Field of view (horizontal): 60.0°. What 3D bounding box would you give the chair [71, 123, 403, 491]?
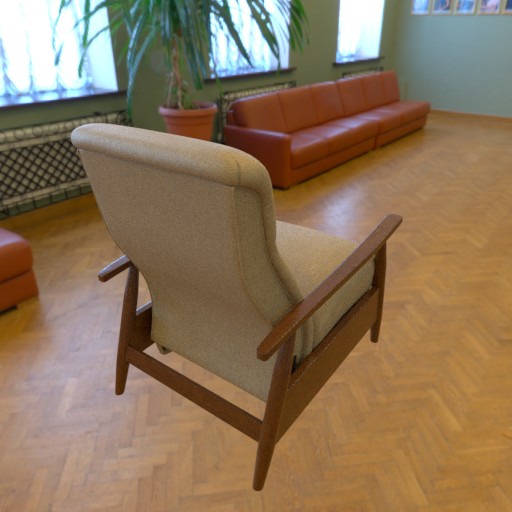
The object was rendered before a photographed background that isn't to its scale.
[{"bbox_3d":[0.000,0.000,1.706,0.762,1.082,1.030,19,33,32],"label":"chair"}]
